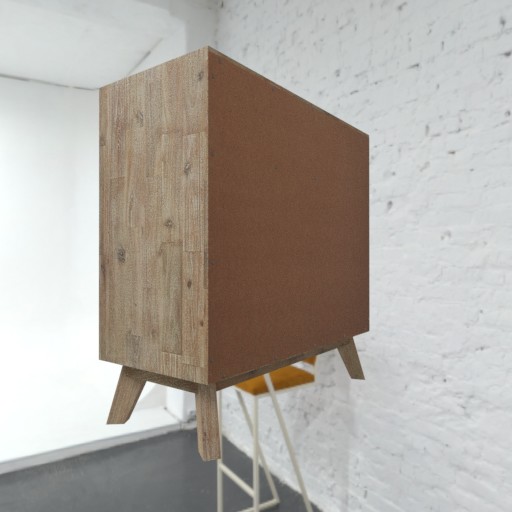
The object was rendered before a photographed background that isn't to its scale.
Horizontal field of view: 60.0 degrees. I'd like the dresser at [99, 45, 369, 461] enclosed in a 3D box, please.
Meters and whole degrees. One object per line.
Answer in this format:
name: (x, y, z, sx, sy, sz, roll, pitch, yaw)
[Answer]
dresser: (0.000, 0.000, 1.619, 0.455, 1.029, 0.998, 0, 0, 37)
